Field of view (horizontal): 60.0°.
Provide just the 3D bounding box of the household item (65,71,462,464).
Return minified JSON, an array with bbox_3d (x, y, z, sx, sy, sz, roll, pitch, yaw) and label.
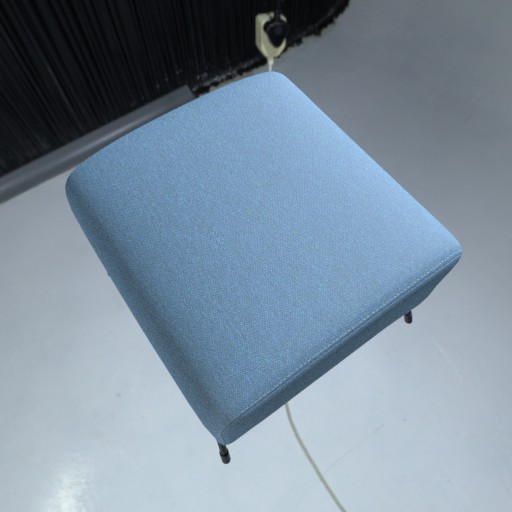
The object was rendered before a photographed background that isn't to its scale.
[{"bbox_3d":[0.000,0.000,0.878,0.530,0.420,0.530,-32,67,-15],"label":"household item"}]
